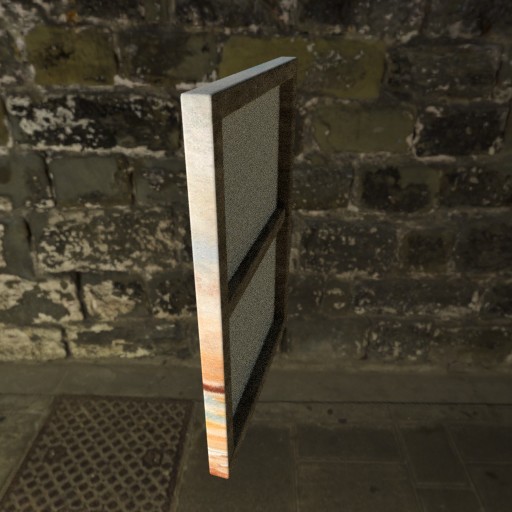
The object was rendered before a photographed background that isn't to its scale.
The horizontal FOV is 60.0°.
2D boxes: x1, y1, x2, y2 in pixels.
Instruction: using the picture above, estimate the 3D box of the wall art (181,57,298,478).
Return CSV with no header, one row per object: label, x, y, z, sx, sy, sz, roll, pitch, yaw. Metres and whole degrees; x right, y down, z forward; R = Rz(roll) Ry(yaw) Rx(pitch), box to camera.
wall art,0.000,0.000,0.777,0.035,0.605,0.443,8,30,14
